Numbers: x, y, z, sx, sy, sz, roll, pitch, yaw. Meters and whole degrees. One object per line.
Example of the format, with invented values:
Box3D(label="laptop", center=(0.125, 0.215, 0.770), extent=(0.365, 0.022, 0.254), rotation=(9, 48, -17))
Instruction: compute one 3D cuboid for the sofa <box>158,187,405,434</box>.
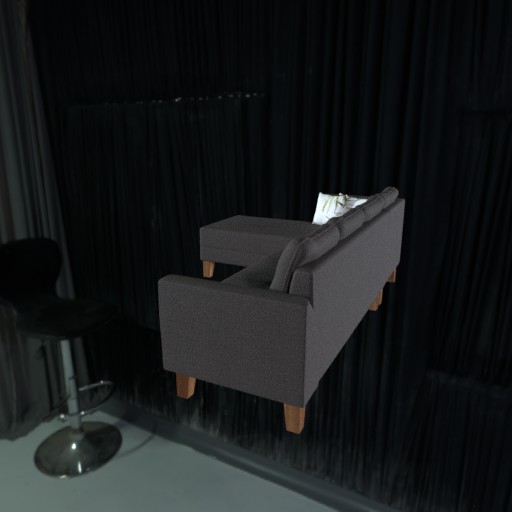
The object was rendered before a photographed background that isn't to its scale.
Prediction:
Box3D(label="sofa", center=(0.000, 0.000, 3.493), extent=(1.829, 0.932, 2.679), rotation=(8, 17, 26))
